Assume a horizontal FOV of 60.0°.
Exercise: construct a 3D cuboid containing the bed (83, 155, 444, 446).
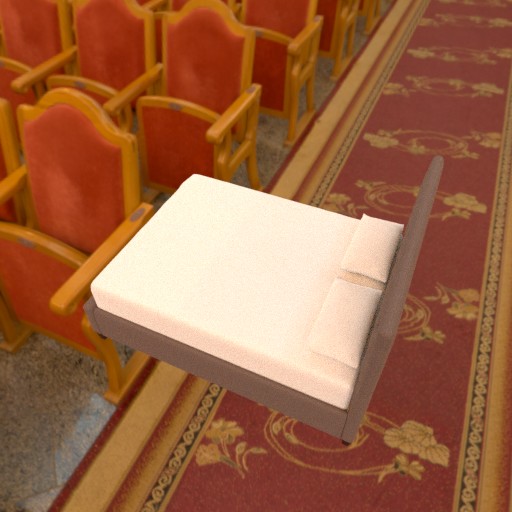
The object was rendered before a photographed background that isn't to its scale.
[{"bbox_3d":[0.000,0.000,3.466,2.233,1.426,1.696,18,49,17],"label":"bed"}]
